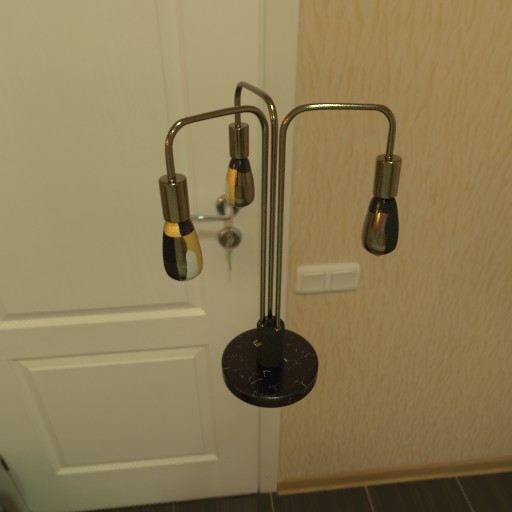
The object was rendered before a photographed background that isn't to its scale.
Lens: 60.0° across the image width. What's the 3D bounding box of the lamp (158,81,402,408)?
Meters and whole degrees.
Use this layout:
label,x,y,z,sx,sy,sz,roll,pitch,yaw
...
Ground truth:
label,x,y,z,sx,sy,sz,roll,pitch,yaw
lamp,0.000,0.000,0.814,0.368,0.560,0.355,-21,39,-29
